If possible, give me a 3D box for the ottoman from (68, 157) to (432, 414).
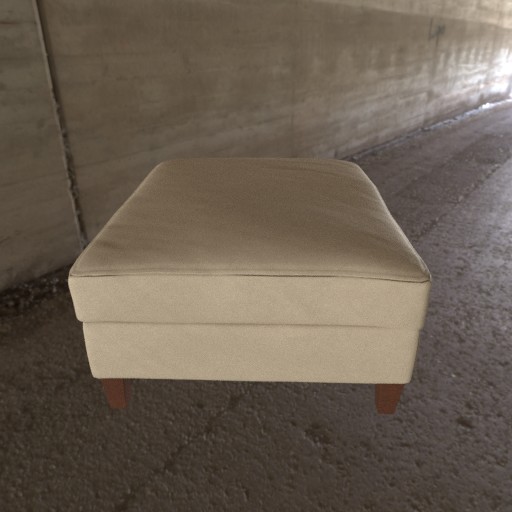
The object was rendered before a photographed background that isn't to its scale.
[{"bbox_3d":[0.000,0.000,1.490,0.836,0.492,1.002,1,27,1],"label":"ottoman"}]
